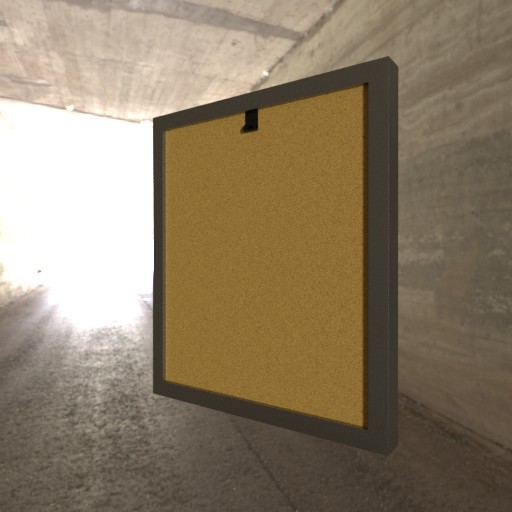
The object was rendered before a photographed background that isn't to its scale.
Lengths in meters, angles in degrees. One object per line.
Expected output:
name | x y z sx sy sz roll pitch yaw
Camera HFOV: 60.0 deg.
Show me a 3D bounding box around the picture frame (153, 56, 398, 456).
picture frame | 0.000 0.000 1.343 0.839 0.968 0.073 0 0 35
